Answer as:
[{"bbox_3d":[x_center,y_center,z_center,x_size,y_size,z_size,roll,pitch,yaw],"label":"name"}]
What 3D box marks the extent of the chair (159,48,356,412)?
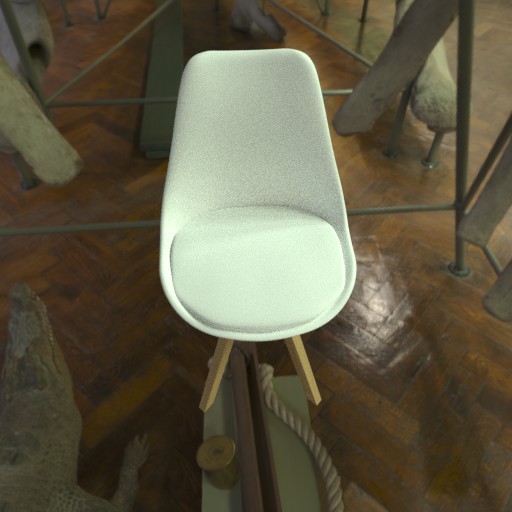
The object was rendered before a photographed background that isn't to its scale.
[{"bbox_3d":[0.000,0.000,1.160,0.485,0.849,0.550,-3,47,-3],"label":"chair"}]
